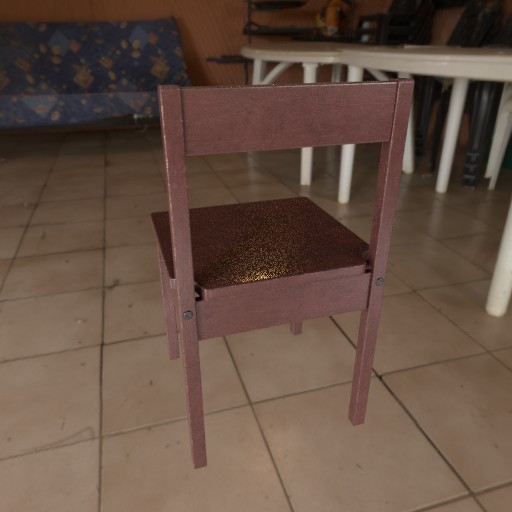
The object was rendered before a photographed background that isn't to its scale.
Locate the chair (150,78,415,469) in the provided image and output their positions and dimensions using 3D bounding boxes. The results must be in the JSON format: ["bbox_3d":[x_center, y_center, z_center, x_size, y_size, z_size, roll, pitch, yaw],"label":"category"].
[{"bbox_3d":[0.000,0.000,0.874,0.367,0.668,0.361,-8,27,-16],"label":"chair"}]
